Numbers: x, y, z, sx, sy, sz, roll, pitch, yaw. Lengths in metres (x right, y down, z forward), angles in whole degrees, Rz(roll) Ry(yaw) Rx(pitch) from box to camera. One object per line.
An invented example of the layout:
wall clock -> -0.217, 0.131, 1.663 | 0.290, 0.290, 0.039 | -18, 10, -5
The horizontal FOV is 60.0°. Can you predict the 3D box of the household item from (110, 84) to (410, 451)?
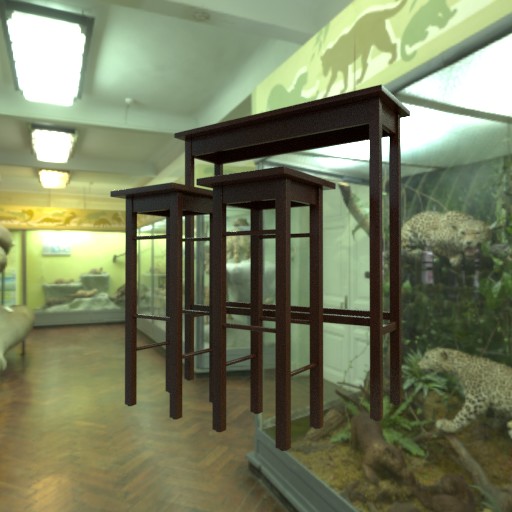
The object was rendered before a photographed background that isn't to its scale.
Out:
household item -> 0.000, 0.000, 1.613 | 0.914, 1.067, 0.676 | -1, -1, 35
